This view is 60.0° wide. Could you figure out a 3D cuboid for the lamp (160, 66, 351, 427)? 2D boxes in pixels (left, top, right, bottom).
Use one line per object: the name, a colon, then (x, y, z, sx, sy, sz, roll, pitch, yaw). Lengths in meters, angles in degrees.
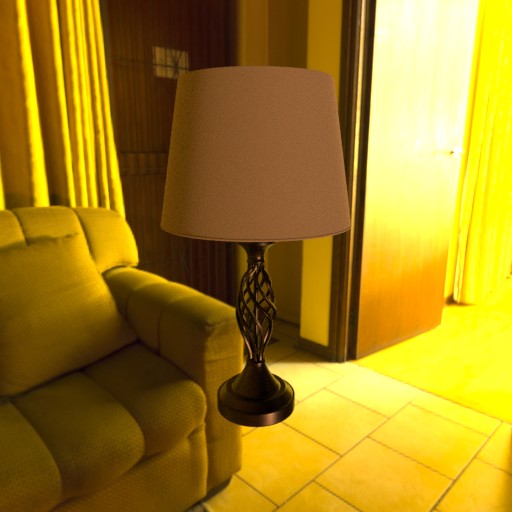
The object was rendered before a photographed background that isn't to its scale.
lamp: (0.000, 0.000, 0.797, 0.331, 0.594, 0.331, 0, 13, 0)
